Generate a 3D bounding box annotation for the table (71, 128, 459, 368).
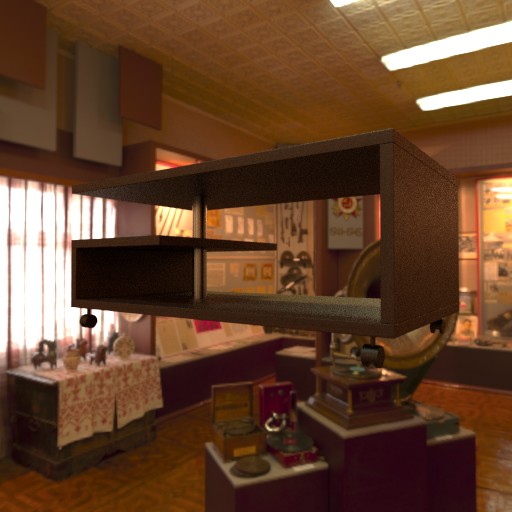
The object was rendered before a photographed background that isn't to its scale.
[{"bbox_3d":[0.000,0.000,1.372,1.050,0.460,0.590,-1,-1,35],"label":"table"}]
